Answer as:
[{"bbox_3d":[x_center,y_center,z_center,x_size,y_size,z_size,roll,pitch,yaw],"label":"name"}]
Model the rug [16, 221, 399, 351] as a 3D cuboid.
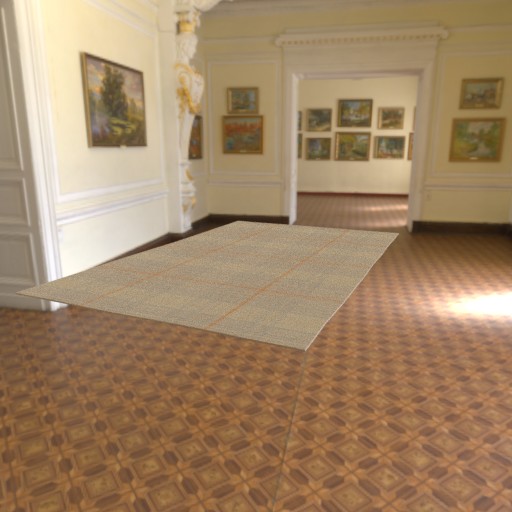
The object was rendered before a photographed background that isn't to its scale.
[{"bbox_3d":[0.000,0.000,2.981,1.527,0.016,2.442,6,15,24],"label":"rug"}]
